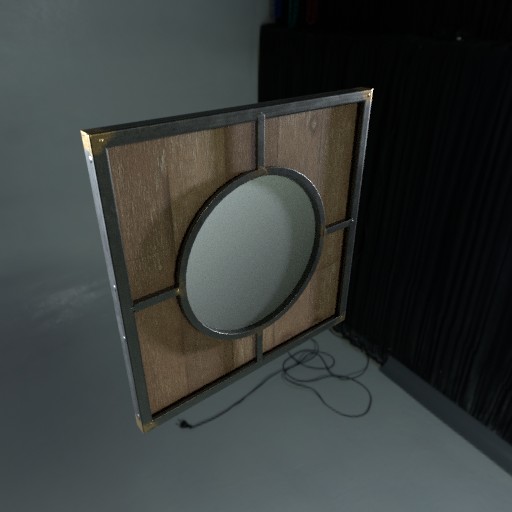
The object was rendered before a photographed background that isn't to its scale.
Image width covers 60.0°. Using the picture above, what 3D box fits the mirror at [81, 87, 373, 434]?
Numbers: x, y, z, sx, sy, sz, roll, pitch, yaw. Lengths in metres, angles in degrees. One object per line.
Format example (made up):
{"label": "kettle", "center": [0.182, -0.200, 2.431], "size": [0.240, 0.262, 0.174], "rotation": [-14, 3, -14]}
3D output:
{"label": "mirror", "center": [0.000, 0.000, 0.581], "size": [0.382, 0.381, 0.020], "rotation": [-21, 36, -33]}
